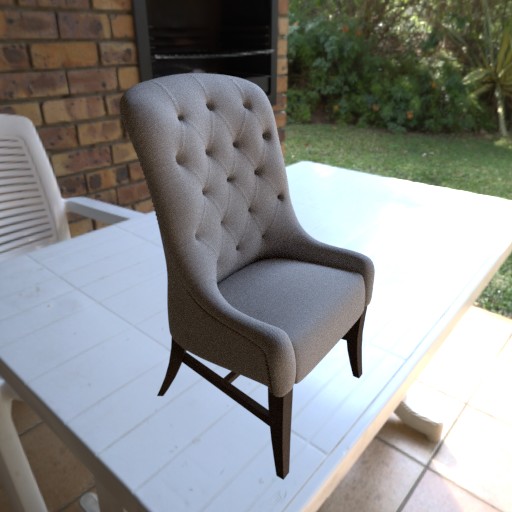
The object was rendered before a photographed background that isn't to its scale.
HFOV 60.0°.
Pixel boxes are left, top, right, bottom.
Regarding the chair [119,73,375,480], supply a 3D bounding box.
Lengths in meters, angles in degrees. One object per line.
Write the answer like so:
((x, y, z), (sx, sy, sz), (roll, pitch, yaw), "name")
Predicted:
((0.000, 0.000, 1.461), (0.629, 1.091, 0.634), (18, 31, 32), "chair")
